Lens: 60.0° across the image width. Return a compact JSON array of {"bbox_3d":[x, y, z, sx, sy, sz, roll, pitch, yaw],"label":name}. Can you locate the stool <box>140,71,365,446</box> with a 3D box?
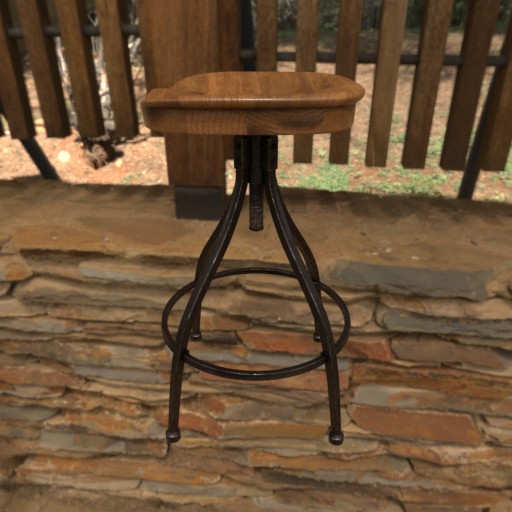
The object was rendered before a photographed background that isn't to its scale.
[{"bbox_3d":[0.000,0.000,0.938,0.424,0.694,0.432,0,27,1],"label":"stool"}]
